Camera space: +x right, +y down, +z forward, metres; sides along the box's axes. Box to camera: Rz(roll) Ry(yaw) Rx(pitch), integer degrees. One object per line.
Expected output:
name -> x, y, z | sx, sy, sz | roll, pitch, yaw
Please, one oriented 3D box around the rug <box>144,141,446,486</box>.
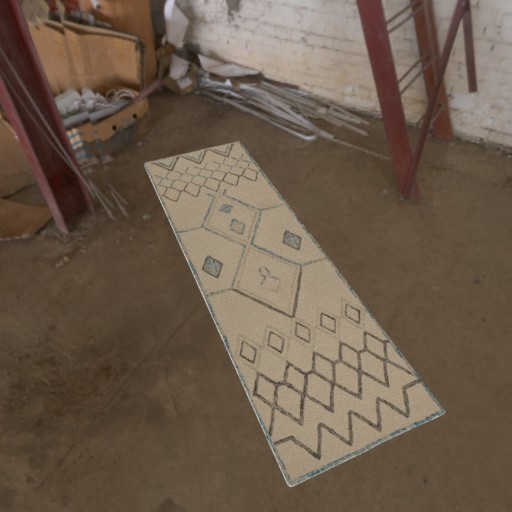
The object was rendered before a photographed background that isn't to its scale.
rug -> 0.000, 0.000, 2.623 | 0.770, 0.013, 2.434 | -17, 48, -16
